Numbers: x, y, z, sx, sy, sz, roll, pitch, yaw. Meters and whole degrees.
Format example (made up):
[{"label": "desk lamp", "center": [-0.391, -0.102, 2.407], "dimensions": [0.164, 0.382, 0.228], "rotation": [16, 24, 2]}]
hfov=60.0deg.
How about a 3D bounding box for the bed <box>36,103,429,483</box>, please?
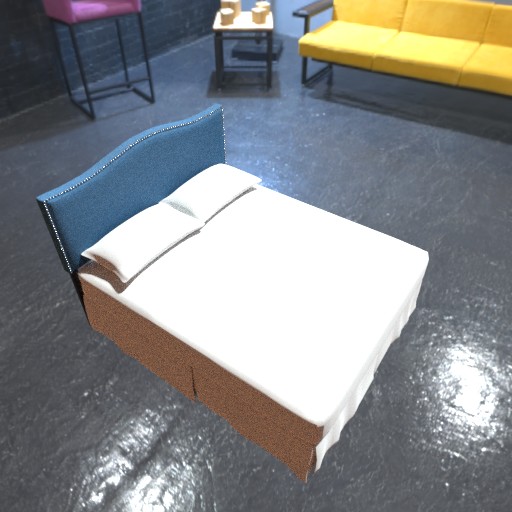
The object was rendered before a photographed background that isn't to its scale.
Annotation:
[{"label": "bed", "center": [0.000, 0.000, 2.855], "dimensions": [1.872, 1.169, 1.610], "rotation": [25, 48, 26]}]
